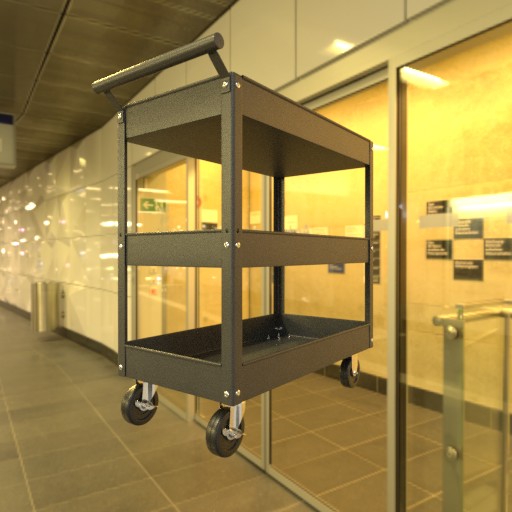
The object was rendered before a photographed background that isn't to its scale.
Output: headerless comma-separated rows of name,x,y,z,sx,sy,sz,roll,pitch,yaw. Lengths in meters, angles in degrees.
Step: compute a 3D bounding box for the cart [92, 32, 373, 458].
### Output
cart,0.000,0.000,1.158,0.366,0.780,0.719,0,0,37
